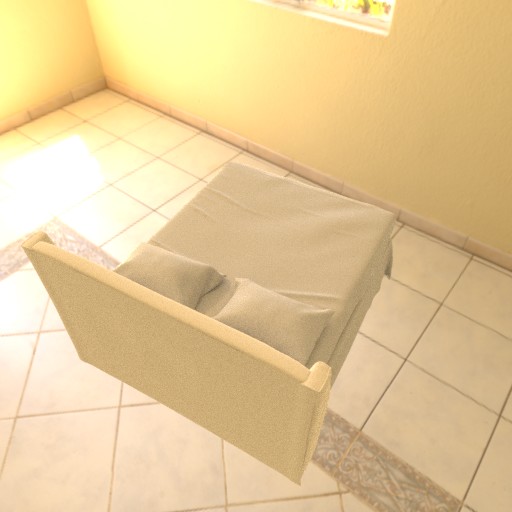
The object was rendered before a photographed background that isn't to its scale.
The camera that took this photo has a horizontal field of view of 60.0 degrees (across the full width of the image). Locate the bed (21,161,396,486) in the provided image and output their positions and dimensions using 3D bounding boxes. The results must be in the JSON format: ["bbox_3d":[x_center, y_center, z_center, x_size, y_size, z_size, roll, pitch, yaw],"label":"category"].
[{"bbox_3d":[0.000,0.000,3.398,1.925,1.332,2.276,22,50,20],"label":"bed"}]
